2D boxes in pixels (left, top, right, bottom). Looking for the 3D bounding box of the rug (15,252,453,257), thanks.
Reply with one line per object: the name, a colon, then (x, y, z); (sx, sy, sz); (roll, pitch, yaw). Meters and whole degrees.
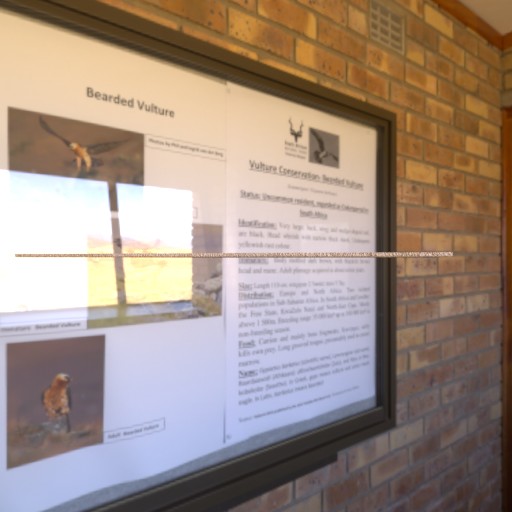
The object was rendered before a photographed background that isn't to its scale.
rug: (0.000, 0.000, 3.977); (3.000, 0.025, 2.400); (0, 0, 18)
